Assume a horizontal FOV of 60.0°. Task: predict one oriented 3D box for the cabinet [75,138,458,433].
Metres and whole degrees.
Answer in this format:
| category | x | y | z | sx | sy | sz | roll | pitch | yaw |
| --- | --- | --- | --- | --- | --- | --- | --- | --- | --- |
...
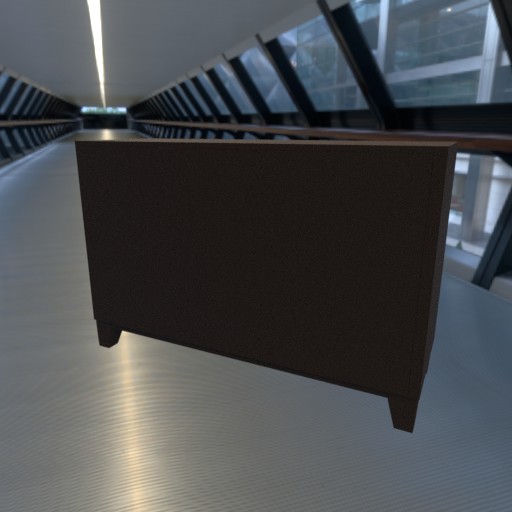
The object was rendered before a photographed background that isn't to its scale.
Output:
| category | x | y | z | sx | sy | sz | roll | pitch | yaw |
| --- | --- | --- | --- | --- | --- | --- | --- | --- | --- |
| cabinet | 0.000 | 0.000 | 1.823 | 1.396 | 0.914 | 0.482 | 8 | 18 | 25 |
